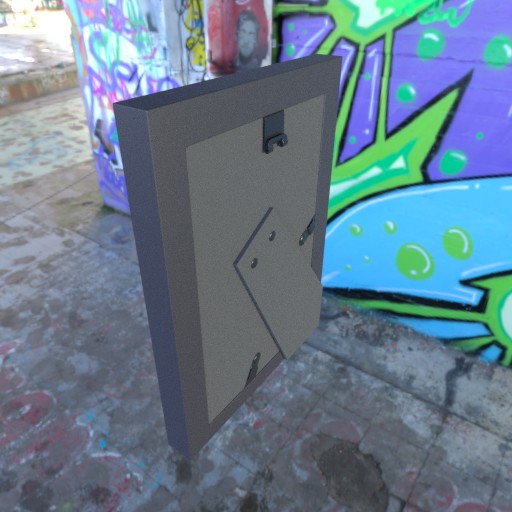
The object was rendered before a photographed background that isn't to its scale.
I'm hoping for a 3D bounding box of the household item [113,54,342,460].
[{"bbox_3d":[0.000,0.000,0.231,0.022,0.178,0.133,21,38,30],"label":"household item"}]
